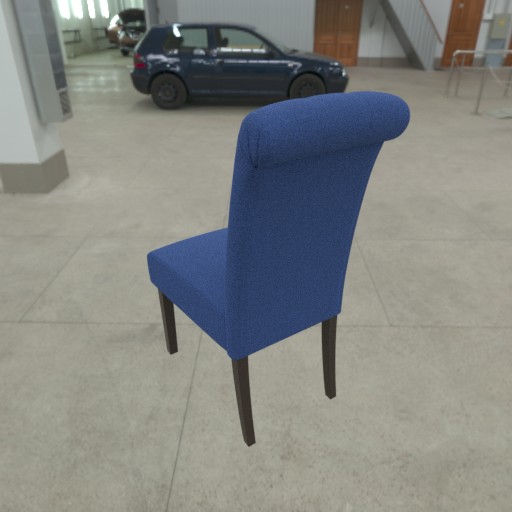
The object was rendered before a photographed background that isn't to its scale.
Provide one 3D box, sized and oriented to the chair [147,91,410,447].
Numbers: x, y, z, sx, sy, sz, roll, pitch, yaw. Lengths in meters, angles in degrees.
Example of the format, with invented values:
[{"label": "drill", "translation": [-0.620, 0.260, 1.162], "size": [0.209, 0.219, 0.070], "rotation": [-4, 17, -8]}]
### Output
[{"label": "chair", "translation": [0.000, 0.000, 1.352], "size": [0.456, 1.006, 0.671], "rotation": [-18, 34, -30]}]
